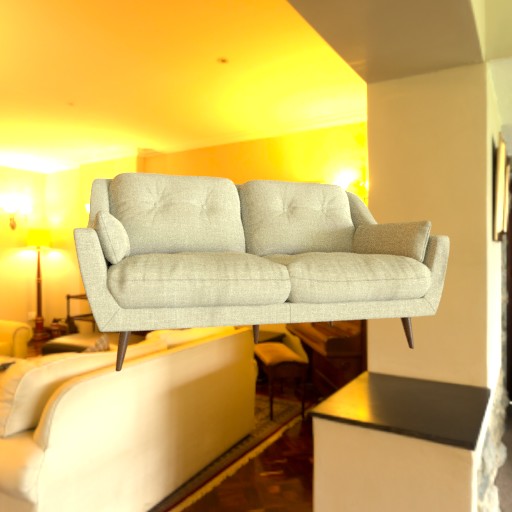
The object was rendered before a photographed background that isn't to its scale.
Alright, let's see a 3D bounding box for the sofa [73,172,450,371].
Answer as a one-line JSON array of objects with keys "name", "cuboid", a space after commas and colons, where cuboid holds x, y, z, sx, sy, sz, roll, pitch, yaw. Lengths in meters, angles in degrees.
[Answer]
[{"name": "sofa", "cuboid": [0.000, 0.000, 2.239, 1.652, 0.888, 0.965, 0, 0, -18]}]
